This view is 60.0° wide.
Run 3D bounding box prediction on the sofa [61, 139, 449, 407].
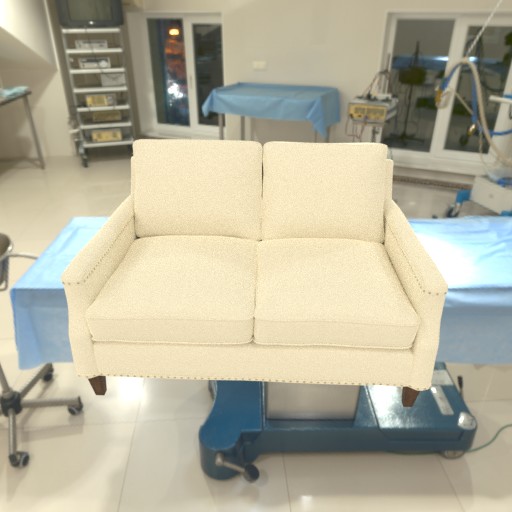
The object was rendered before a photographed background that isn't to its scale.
[{"bbox_3d":[0.000,0.000,2.256,1.597,1.003,1.084,1,29,2],"label":"sofa"}]
